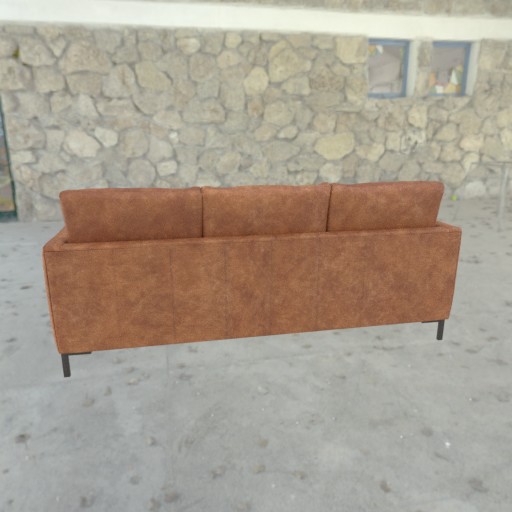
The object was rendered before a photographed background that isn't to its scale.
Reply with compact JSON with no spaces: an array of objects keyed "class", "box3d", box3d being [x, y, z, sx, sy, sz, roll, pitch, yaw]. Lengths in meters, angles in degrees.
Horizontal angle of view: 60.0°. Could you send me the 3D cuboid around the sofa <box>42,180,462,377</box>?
[{"class":"sofa","box3d":[0.000,0.000,2.454,2.029,0.863,0.748,-3,16,-11]}]
